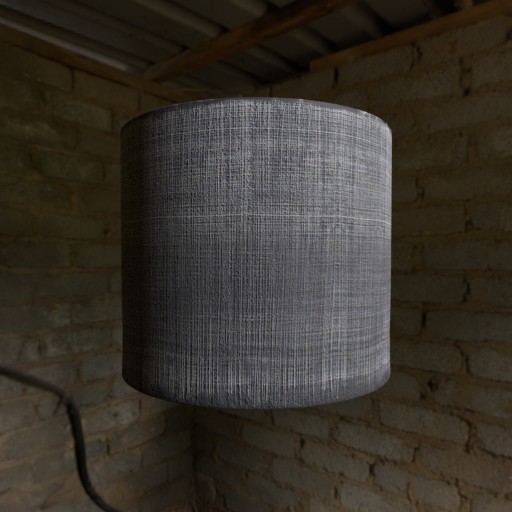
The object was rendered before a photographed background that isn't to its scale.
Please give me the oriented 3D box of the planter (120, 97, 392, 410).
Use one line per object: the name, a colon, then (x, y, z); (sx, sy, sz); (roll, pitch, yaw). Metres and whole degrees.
planter: (0.000, 0.000, 0.434); (0.254, 0.221, 0.254); (0, 0, 0)
